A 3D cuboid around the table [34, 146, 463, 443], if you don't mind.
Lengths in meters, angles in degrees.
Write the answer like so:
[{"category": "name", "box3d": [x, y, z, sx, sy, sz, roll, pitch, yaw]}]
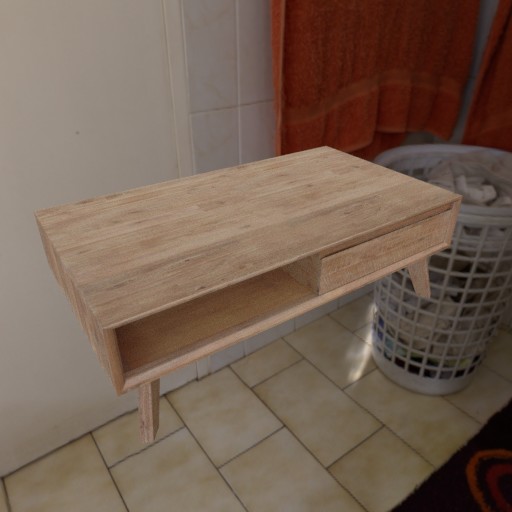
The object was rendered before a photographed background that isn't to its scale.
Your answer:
[{"category": "table", "box3d": [0.000, 0.000, 2.046, 1.619, 0.531, 0.918, -19, 36, -29]}]
